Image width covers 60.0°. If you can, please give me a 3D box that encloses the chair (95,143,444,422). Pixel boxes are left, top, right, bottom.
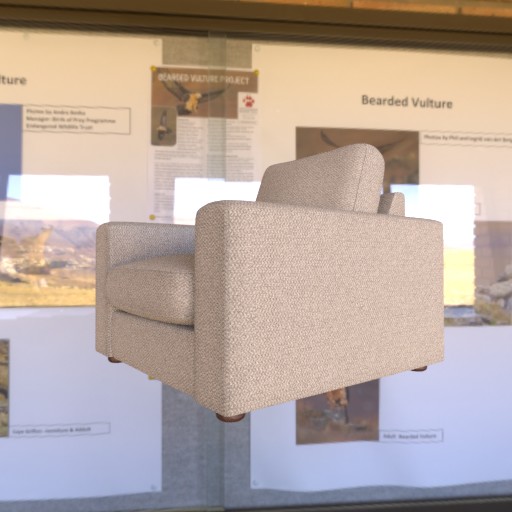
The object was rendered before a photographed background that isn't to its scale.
[{"bbox_3d":[0.000,0.000,1.744,1.016,0.873,1.005,0,-1,-37],"label":"chair"}]
